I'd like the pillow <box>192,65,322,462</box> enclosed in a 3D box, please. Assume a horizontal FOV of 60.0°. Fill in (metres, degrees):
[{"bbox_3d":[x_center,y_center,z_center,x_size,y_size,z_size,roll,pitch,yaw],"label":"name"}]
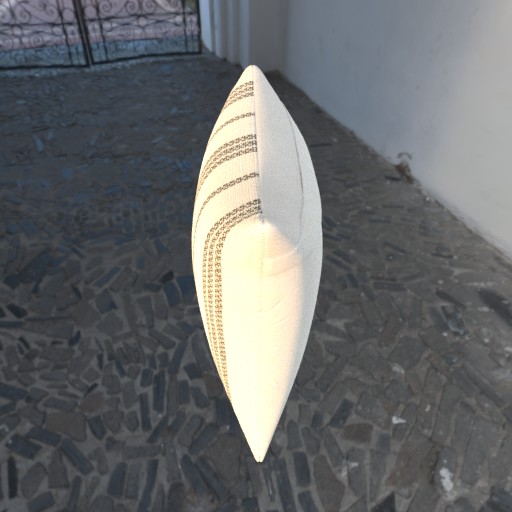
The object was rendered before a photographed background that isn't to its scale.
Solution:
[{"bbox_3d":[0.000,0.000,0.634,0.173,0.406,0.405,-1,41,-1],"label":"pillow"}]
